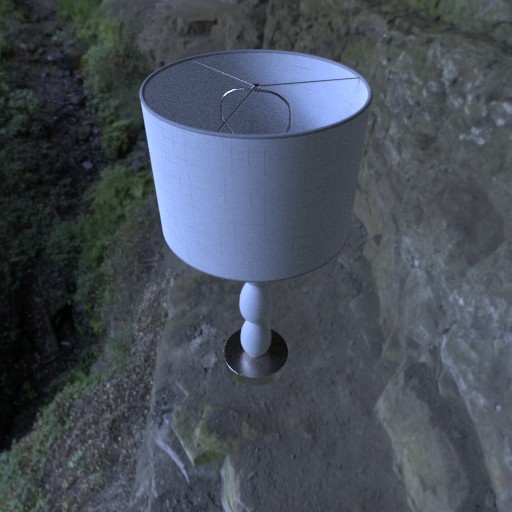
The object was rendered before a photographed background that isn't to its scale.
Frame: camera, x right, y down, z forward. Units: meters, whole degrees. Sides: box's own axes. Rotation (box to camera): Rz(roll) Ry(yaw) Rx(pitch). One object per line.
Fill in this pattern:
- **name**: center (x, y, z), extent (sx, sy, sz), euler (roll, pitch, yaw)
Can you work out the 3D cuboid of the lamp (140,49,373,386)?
- **lamp**: center (0.000, 0.000, 0.727), extent (0.282, 0.559, 0.280), euler (12, 43, 13)
